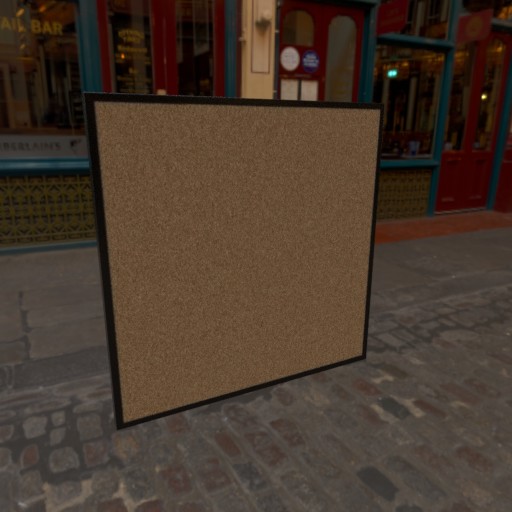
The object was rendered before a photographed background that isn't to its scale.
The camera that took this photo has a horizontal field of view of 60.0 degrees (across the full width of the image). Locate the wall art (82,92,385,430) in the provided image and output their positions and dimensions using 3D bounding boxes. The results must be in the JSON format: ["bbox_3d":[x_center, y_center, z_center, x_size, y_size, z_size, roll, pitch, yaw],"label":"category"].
[{"bbox_3d":[0.000,0.000,0.521,0.349,0.349,0.014,-8,17,-26],"label":"wall art"}]
